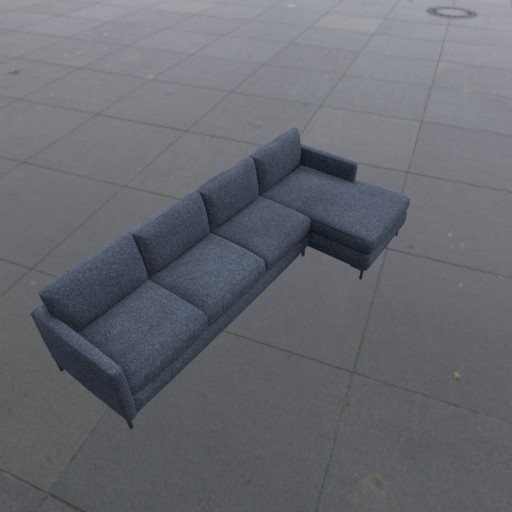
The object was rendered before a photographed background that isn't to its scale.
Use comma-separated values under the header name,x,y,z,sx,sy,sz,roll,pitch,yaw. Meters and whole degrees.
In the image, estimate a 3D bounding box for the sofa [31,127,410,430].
name,x,y,z,sx,sy,sz,roll,pitch,yaw
sofa,0.000,0.000,3.415,1.350,0.810,2.932,26,48,27
